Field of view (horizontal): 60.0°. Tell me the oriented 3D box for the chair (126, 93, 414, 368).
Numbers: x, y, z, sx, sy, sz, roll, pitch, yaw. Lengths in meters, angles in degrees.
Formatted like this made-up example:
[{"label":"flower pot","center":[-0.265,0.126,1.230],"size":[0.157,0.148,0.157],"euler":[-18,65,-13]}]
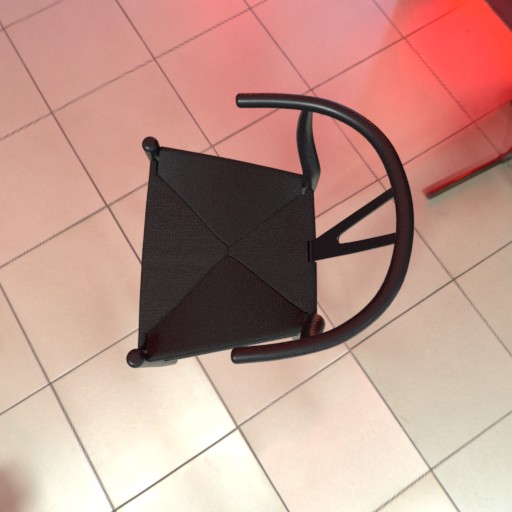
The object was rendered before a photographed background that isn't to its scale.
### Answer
[{"label":"chair","center":[0.000,0.000,1.156],"size":[0.579,0.730,0.569],"euler":[0,76,0]}]
